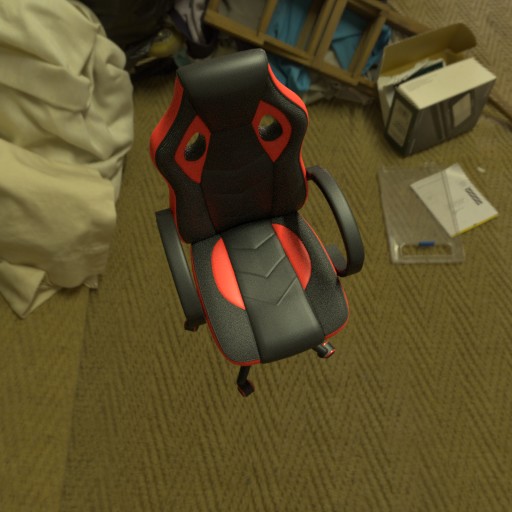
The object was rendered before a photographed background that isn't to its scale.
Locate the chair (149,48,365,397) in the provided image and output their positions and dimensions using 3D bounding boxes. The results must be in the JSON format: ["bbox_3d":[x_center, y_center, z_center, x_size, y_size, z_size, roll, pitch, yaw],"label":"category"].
[{"bbox_3d":[0.000,0.000,1.380,0.600,1.016,0.642,-18,65,-8],"label":"chair"}]
